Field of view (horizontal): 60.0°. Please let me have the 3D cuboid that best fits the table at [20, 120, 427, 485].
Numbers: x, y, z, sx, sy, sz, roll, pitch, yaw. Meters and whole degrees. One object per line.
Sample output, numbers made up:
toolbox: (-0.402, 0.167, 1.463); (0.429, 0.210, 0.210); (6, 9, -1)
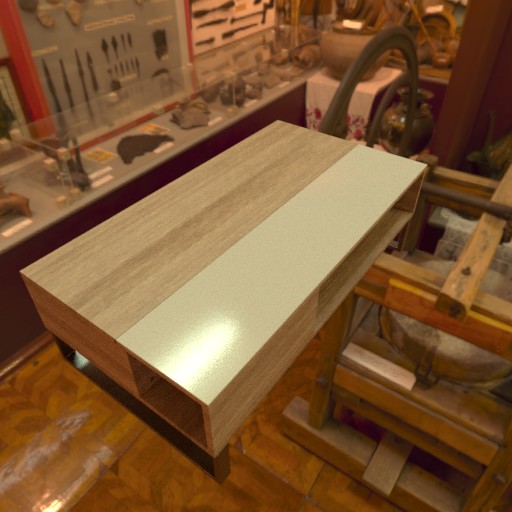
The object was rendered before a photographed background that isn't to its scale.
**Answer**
table: (0.000, 0.000, 1.378); (0.600, 0.350, 1.100); (25, 46, 27)
